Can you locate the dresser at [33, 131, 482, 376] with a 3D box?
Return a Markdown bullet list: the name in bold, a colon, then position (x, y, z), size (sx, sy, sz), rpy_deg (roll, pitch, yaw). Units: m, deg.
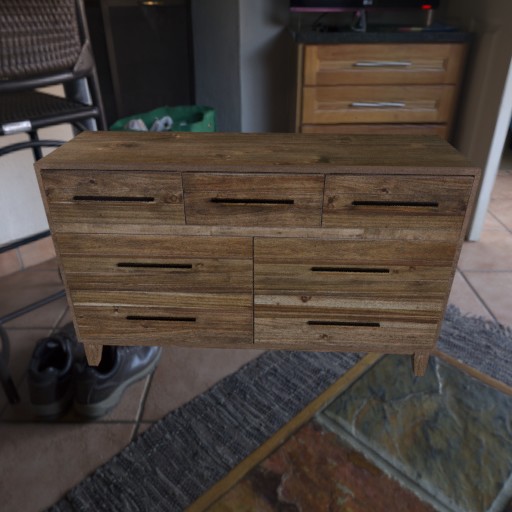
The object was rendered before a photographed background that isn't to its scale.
- **dresser**: position (0.000, 0.000, 1.776), size (1.400, 0.873, 0.446), rpy_deg (1, 29, 2)
